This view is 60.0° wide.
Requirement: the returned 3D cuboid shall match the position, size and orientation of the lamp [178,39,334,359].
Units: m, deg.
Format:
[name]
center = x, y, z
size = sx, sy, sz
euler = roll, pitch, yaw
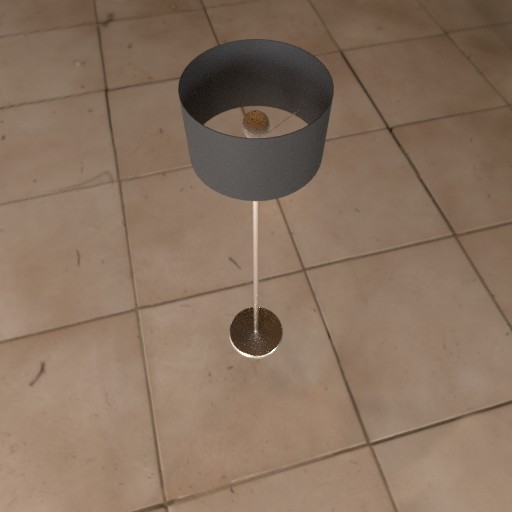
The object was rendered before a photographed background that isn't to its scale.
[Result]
[lamp]
center = 0.000, 0.000, 1.604
size = 0.348, 1.443, 0.348
euler = -14, 59, -9
